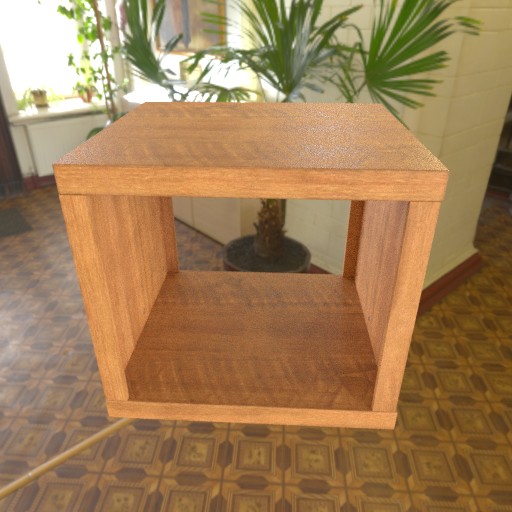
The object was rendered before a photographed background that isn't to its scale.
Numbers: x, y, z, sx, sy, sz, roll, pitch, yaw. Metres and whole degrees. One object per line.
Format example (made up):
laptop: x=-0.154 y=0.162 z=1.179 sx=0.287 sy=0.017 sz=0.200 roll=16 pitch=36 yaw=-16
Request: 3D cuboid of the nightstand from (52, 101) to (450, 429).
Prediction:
nightstand: x=0.000 y=0.000 z=0.852 sx=0.493 sy=0.491 sz=0.436 roll=1 pitch=29 yaw=3
